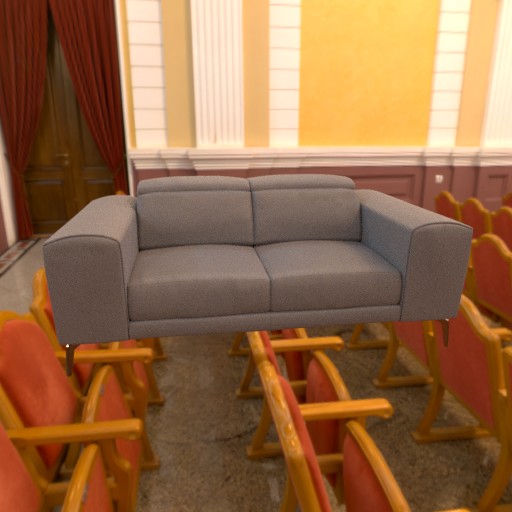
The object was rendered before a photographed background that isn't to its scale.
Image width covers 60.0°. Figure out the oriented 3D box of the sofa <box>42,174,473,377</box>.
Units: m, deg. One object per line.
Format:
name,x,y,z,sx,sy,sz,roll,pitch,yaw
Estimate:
sofa,0.000,0.000,2.412,1.895,0.779,1.003,-3,17,-8
